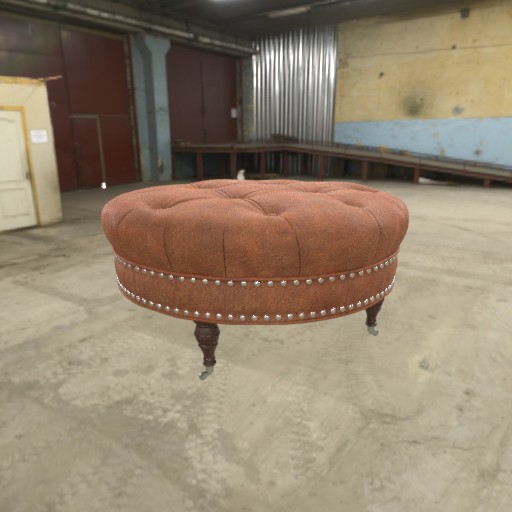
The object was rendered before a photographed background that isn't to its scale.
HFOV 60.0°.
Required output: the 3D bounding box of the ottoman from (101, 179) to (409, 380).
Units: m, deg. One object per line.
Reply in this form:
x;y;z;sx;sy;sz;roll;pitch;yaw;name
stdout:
0.000;0.000;1.399;0.901;0.444;0.901;0;15;0;ottoman
